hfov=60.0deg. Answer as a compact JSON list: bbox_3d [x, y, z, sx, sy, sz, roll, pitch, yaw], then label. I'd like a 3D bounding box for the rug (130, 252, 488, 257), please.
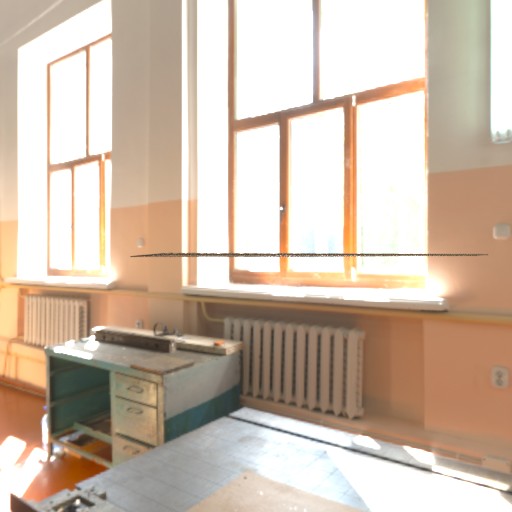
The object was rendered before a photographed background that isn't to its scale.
[{"bbox_3d":[0.000,0.000,4.225,2.143,0.015,3.422,0,0,-19],"label":"rug"}]
